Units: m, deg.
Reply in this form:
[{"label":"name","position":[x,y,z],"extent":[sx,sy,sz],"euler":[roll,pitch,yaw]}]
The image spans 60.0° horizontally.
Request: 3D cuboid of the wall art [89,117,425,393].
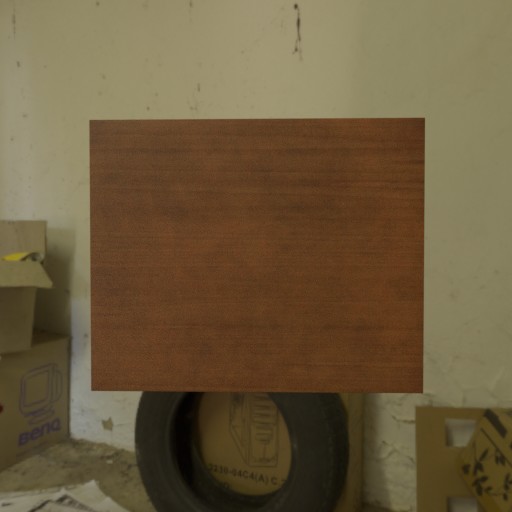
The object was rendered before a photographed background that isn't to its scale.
[{"label":"wall art","position":[0.000,0.000,0.757],"extent":[0.558,0.457,0.033],"euler":[0,1,1]}]
